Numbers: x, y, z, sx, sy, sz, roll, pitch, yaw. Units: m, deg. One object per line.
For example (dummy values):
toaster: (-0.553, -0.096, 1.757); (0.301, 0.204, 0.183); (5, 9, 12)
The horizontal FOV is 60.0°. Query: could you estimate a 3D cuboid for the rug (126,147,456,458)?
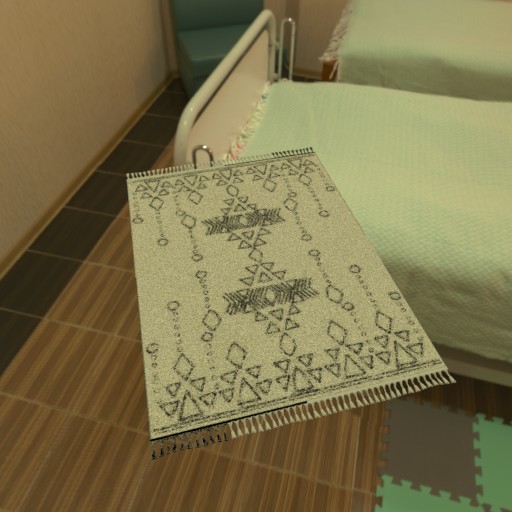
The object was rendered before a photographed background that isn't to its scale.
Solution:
rug: (0.000, 0.000, 2.984); (1.600, 0.013, 2.312); (-10, 47, -10)
